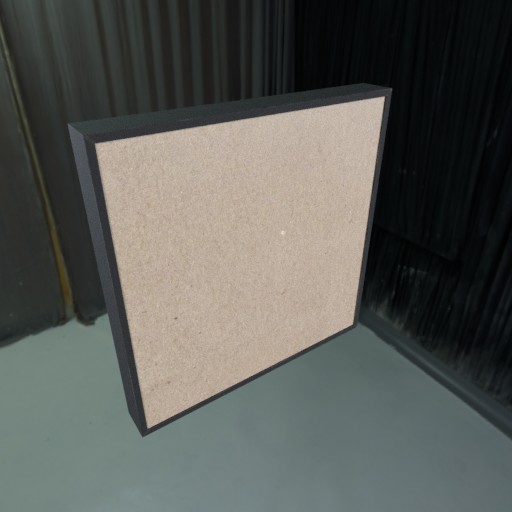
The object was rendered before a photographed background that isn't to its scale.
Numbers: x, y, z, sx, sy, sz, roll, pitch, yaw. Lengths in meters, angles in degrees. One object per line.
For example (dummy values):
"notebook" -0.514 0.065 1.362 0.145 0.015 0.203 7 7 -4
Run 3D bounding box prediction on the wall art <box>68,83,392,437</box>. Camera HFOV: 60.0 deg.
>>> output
"wall art" 0.000 0.000 0.458 0.305 0.305 0.038 -19 35 -29
